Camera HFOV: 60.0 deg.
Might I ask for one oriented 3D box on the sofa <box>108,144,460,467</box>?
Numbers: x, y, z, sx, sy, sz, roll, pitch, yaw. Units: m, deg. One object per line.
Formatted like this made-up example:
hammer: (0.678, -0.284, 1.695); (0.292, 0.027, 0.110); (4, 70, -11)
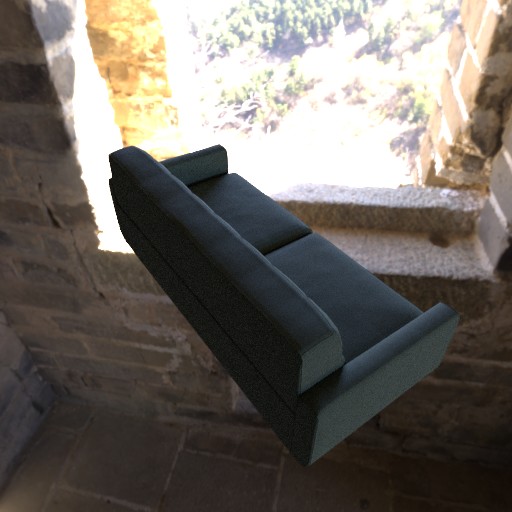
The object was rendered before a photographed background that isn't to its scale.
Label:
sofa: (0.000, 0.000, 2.509); (0.909, 0.841, 2.029); (-25, 47, -26)
